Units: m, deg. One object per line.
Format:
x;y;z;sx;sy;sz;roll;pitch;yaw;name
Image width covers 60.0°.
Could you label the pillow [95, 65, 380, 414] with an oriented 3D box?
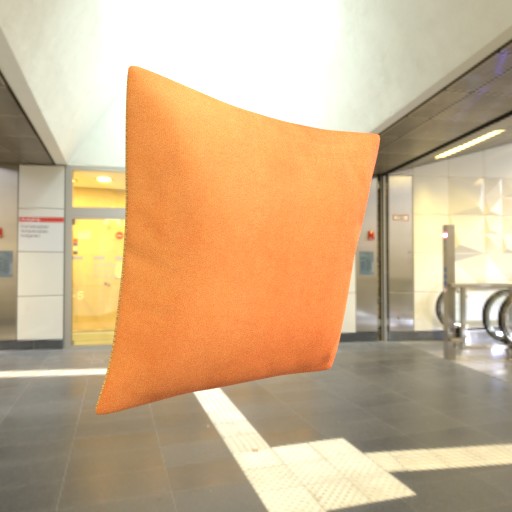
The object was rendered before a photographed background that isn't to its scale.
0.000;0.000;0.639;0.424;0.401;0.177;1;-2;-37;pillow
